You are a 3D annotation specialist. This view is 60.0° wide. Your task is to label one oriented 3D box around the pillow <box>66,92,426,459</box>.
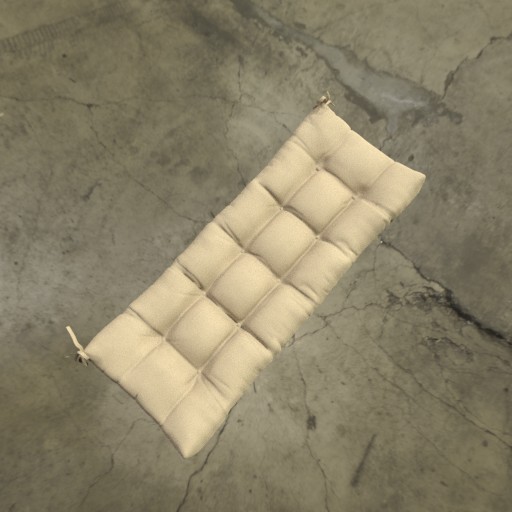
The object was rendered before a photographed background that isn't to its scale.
[{"bbox_3d":[0.000,0.000,1.384,0.511,0.174,1.194,41,79,10],"label":"pillow"}]
